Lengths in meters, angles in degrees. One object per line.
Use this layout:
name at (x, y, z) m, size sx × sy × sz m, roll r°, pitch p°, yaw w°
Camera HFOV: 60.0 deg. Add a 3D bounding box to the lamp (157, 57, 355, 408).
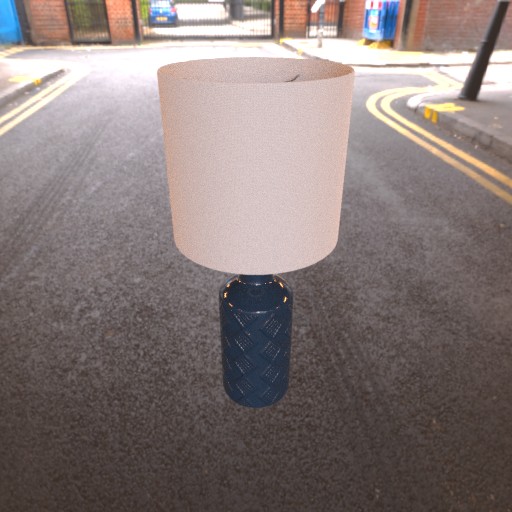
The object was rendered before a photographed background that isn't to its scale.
lamp at (0.000, 0.000, 0.585) m, size 0.207 × 0.461 × 0.207 m, roll 17°, pitch 34°, yaw 28°
